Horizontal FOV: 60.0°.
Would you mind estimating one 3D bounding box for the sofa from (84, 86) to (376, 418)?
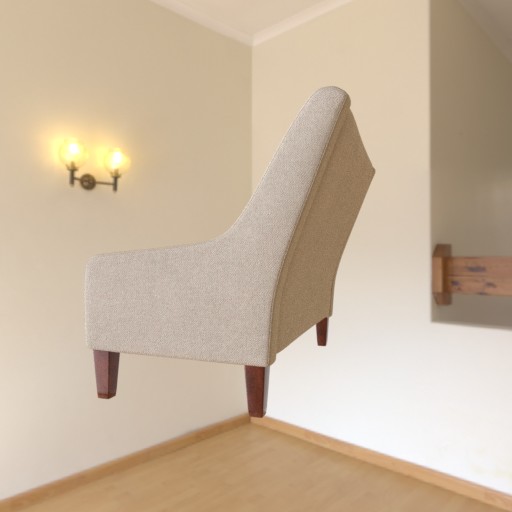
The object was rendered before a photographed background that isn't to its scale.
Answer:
[{"bbox_3d":[0.000,0.000,1.951,0.946,0.976,1.212,0,0,19],"label":"sofa"}]
